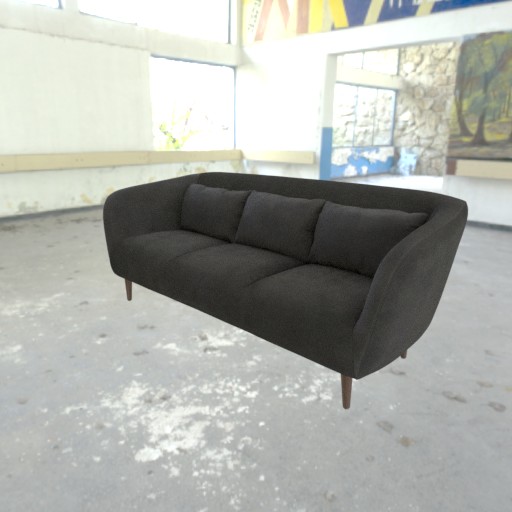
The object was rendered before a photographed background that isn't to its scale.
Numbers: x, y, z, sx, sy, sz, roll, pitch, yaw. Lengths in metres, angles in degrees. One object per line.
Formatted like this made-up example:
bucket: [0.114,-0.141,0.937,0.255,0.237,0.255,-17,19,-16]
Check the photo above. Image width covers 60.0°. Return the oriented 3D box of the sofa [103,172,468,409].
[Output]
sofa: [0.000,0.000,2.686,2.296,0.875,0.956,15,21,43]
